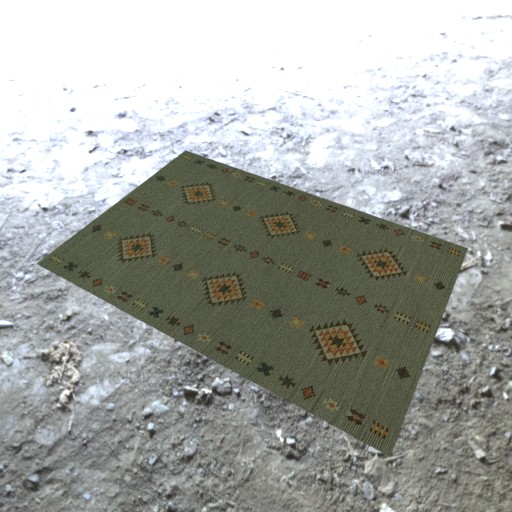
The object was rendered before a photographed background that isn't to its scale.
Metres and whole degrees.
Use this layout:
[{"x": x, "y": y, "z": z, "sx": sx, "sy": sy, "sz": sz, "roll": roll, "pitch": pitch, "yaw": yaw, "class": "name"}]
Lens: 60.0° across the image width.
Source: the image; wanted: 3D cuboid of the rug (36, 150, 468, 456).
[{"x": 0.000, "y": 0.000, "z": 2.244, "sx": 1.818, "sy": 0.005, "sz": 1.217, "roll": 23, "pitch": 49, "yaw": 21, "class": "rug"}]
